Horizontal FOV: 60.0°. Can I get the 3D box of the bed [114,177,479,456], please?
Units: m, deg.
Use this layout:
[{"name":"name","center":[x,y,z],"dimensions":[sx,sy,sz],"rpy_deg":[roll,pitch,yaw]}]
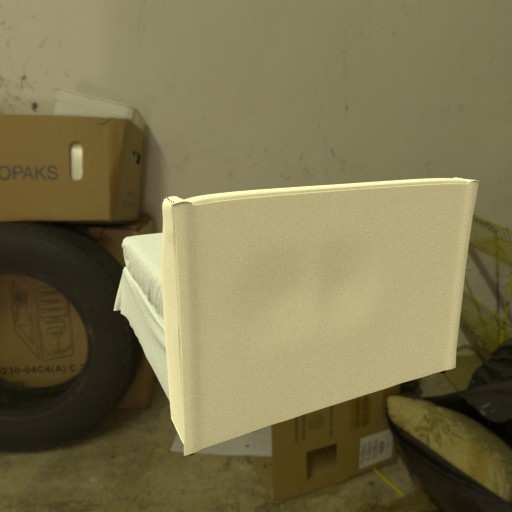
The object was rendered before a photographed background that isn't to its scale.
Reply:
[{"name":"bed","center":[0.000,0.000,3.407],"dimensions":[1.925,1.332,2.276],"rpy_deg":[-8,18,-25]}]
